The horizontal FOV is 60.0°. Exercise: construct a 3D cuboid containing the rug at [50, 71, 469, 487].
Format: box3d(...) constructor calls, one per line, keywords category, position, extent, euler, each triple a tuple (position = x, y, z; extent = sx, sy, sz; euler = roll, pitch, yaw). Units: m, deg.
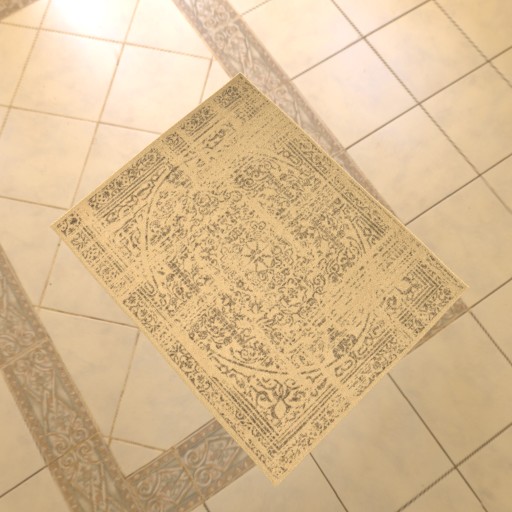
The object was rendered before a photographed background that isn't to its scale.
box3d(category="rug", position=(0.000, 0.000, 3.864), extent=(2.311, 0.032, 2.921), euler=(-42, 80, -9))
